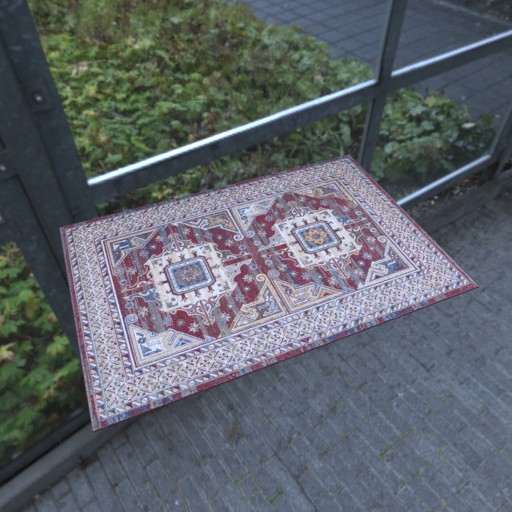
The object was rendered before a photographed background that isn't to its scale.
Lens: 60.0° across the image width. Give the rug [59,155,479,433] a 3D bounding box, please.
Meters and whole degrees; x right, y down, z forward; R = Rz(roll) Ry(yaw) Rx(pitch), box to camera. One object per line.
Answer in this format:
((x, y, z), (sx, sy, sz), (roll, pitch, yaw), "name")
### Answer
((0.000, 0.000, 5.724), (4.578, 0.033, 3.033), (-17, 49, -15), "rug")
